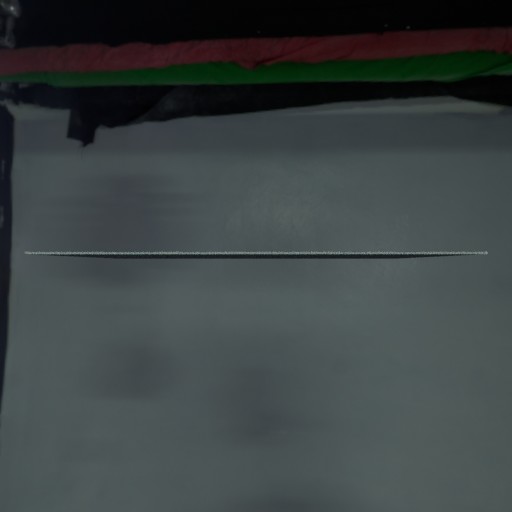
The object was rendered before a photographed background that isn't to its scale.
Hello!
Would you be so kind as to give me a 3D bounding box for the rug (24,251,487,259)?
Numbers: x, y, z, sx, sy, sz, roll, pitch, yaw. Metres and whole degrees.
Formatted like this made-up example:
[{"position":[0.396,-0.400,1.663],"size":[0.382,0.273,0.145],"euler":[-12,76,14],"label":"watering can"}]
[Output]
[{"position":[0.000,0.000,3.088],"size":[2.438,0.015,1.518],"euler":[0,-1,1],"label":"rug"}]
